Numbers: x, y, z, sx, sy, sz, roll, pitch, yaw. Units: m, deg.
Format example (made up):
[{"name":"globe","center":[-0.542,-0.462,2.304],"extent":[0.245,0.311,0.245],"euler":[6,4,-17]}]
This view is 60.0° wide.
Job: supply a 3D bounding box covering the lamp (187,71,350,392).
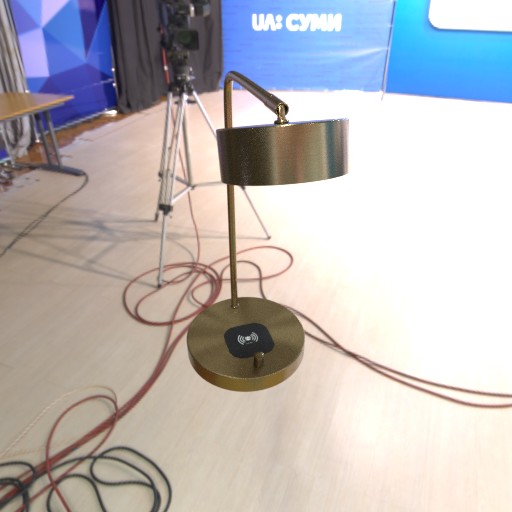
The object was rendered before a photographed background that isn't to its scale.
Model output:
[{"name":"lamp","center":[0.000,0.000,0.513],"extent":[0.171,0.380,0.270],"euler":[-9,34,-14]}]
